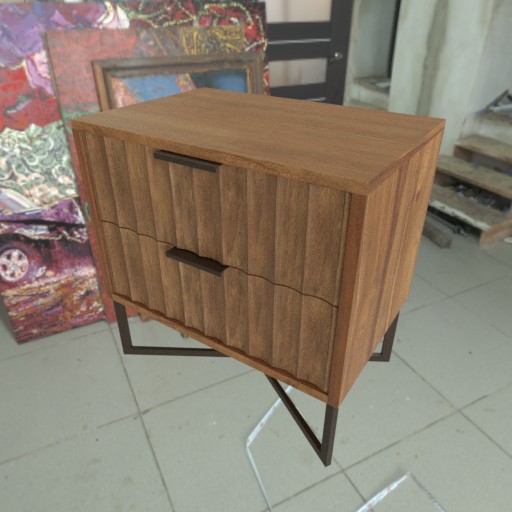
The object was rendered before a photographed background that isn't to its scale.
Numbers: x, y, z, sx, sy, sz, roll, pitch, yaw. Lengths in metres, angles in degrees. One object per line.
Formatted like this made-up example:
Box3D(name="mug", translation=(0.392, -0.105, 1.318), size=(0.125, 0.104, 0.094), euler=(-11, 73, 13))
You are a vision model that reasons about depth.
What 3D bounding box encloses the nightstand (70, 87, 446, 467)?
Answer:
Box3D(name="nightstand", translation=(0.000, 0.000, 1.019), size=(0.613, 0.615, 0.427), euler=(19, 35, 28))
